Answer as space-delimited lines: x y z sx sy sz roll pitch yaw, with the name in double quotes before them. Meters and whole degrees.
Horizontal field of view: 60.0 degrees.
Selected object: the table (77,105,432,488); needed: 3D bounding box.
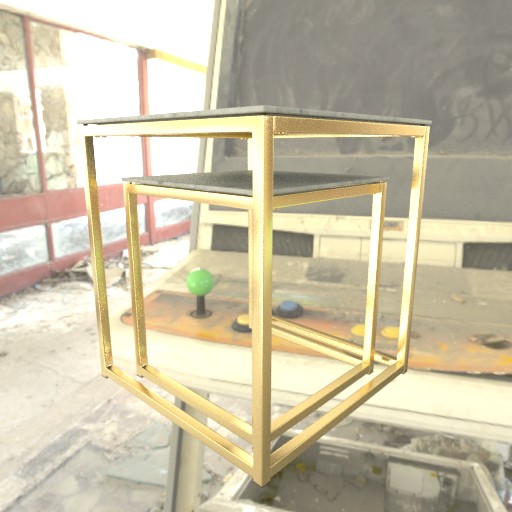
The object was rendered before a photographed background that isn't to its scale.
"table" 0.000 0.000 0.853 0.450 0.500 0.450 13 19 42
